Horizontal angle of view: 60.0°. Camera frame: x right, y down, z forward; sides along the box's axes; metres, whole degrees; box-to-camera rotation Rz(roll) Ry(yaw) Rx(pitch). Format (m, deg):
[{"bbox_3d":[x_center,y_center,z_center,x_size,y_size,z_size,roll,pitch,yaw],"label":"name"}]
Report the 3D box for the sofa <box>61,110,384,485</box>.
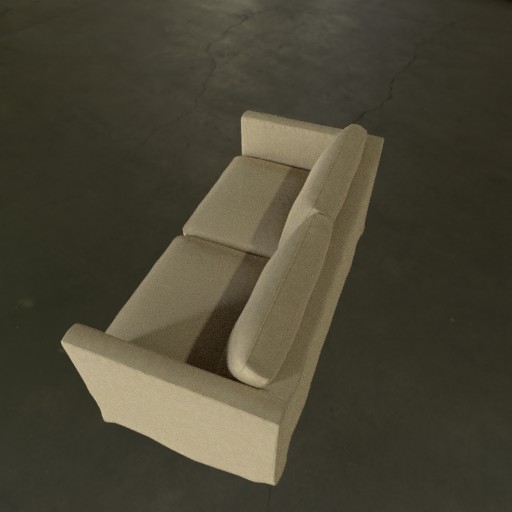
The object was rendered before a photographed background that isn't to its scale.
[{"bbox_3d":[0.000,0.000,2.434,0.962,0.835,1.959,16,49,15],"label":"sofa"}]
